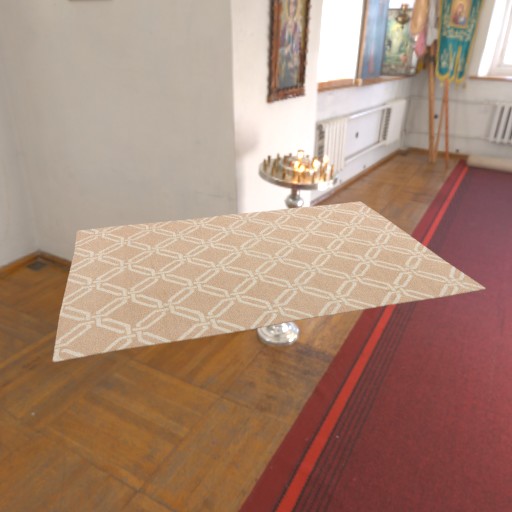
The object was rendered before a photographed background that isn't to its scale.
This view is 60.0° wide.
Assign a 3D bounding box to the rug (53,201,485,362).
[{"bbox_3d":[0.000,0.000,2.175,1.745,0.010,1.146,-7,28,-14],"label":"rug"}]
